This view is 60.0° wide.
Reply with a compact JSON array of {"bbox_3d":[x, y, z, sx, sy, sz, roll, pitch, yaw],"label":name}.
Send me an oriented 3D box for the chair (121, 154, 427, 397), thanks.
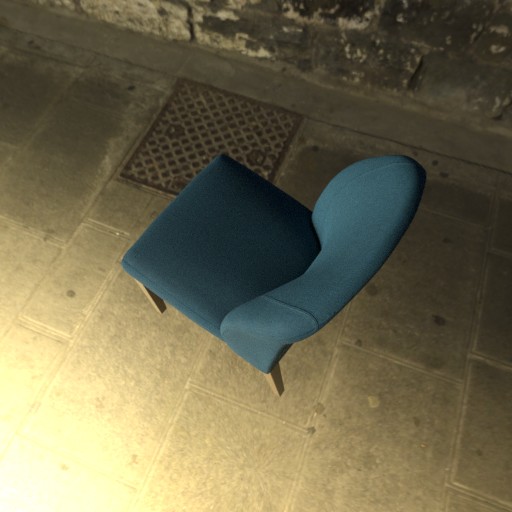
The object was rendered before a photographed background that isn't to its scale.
[{"bbox_3d":[0.000,0.000,1.242,0.620,0.879,0.507,33,68,15],"label":"chair"}]
